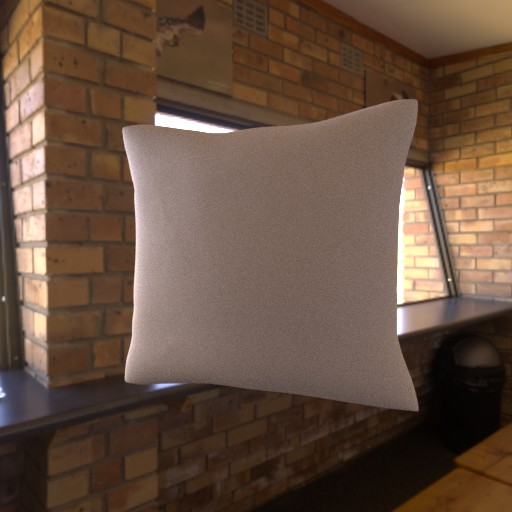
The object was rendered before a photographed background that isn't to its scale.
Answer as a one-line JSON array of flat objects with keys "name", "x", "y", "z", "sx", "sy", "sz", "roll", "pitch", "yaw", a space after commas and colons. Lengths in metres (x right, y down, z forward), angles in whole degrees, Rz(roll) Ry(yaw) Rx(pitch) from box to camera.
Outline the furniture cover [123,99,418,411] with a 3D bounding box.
[{"name": "furniture cover", "x": 0.000, "y": 0.000, "z": 0.796, "sx": 0.552, "sy": 0.509, "sz": 0.193, "roll": 0, "pitch": 1, "yaw": 18}]
